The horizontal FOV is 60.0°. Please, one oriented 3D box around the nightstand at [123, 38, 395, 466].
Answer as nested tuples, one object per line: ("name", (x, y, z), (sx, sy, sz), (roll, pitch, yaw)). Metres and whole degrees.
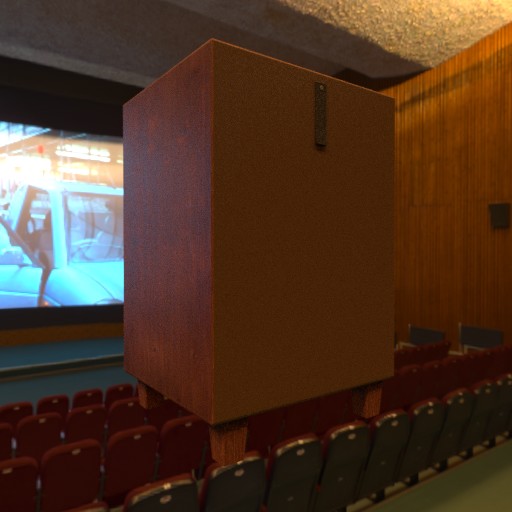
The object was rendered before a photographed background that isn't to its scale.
("nightstand", (0.000, 0.000, 1.000), (0.465, 0.695, 0.410), (-1, 1, -36))
